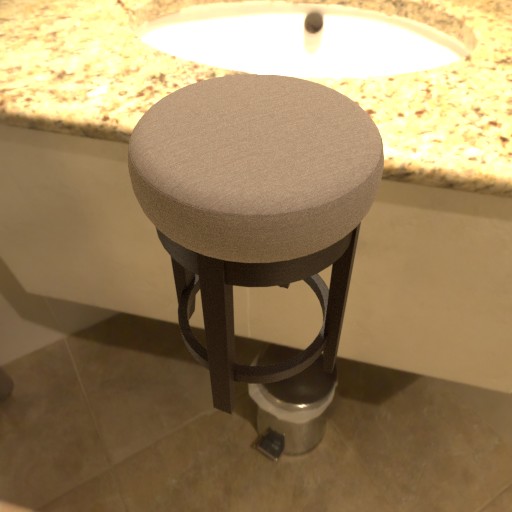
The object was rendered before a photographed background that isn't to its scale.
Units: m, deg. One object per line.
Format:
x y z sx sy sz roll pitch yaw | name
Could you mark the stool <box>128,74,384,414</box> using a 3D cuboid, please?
0.000 0.000 0.978 0.443 0.672 0.443 0 47 0 | stool
